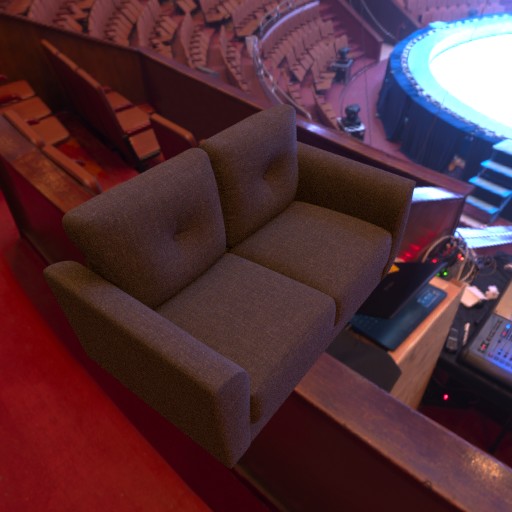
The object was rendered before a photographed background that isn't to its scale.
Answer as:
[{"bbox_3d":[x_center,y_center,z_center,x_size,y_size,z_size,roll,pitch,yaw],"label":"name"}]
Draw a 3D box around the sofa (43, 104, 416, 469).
[{"bbox_3d":[0.000,0.000,1.932,0.851,0.885,1.423,26,47,28],"label":"sofa"}]
